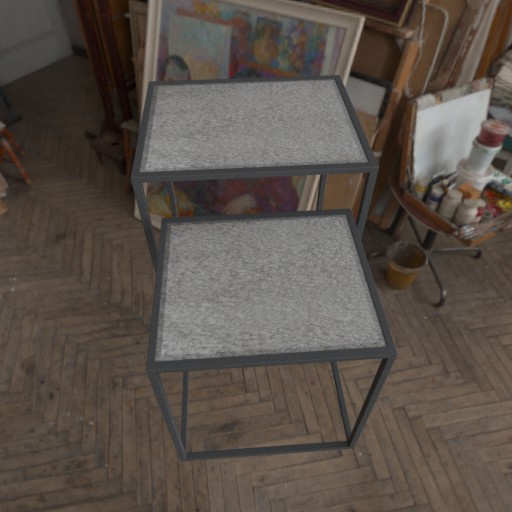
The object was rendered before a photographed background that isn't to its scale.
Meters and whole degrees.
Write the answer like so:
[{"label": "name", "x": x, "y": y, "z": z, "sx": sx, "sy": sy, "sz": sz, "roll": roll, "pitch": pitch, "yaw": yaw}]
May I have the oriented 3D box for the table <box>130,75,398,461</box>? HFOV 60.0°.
[{"label": "table", "x": 0.000, "y": 0.000, "z": 1.112, "sx": 0.508, "sy": 0.540, "sz": 0.788, "roll": -3, "pitch": 48, "yaw": -3}]
